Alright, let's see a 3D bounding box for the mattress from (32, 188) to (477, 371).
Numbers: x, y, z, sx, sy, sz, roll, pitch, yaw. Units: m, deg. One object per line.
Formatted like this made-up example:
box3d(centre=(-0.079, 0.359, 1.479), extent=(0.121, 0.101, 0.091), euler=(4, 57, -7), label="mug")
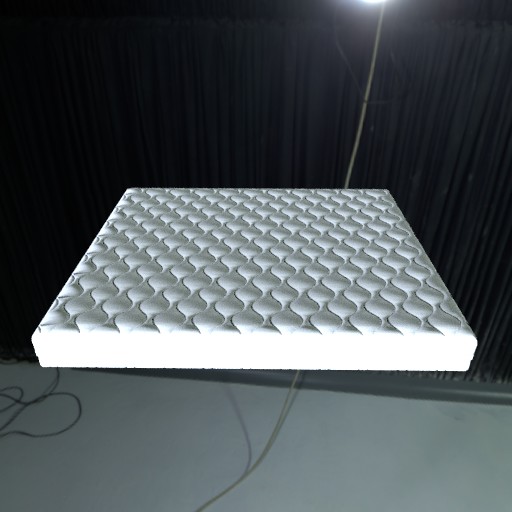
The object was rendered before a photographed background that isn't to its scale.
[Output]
box3d(centre=(0.000, 0.000, 2.584), extent=(1.900, 0.200, 1.600), euler=(0, 32, 1), label="mattress")
